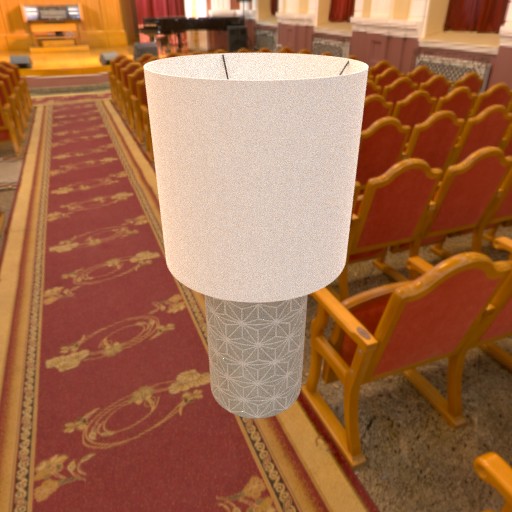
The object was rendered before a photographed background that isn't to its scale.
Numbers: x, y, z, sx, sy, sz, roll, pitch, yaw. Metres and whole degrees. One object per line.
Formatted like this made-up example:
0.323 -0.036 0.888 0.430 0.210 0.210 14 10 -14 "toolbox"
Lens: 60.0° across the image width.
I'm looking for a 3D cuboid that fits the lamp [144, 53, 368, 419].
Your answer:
0.000 0.000 0.519 0.206 0.416 0.206 -11 31 -18 "lamp"
